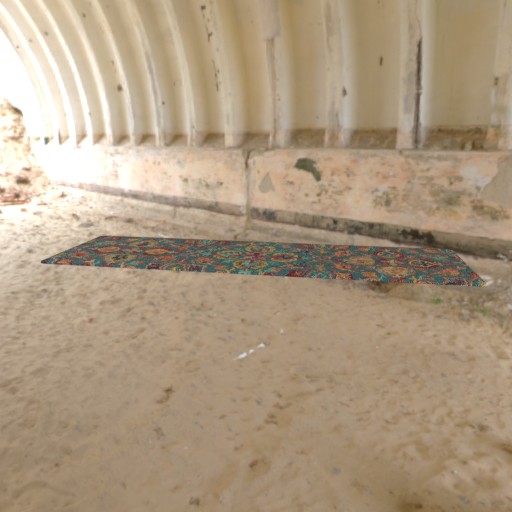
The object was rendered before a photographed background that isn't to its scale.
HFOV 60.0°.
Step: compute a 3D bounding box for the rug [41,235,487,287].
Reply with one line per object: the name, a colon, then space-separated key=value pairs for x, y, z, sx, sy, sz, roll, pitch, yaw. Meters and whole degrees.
rug: x=0.000 y=0.000 z=2.546 sx=2.286 sy=0.013 sz=0.686 roll=3 pitch=15 yaw=10
